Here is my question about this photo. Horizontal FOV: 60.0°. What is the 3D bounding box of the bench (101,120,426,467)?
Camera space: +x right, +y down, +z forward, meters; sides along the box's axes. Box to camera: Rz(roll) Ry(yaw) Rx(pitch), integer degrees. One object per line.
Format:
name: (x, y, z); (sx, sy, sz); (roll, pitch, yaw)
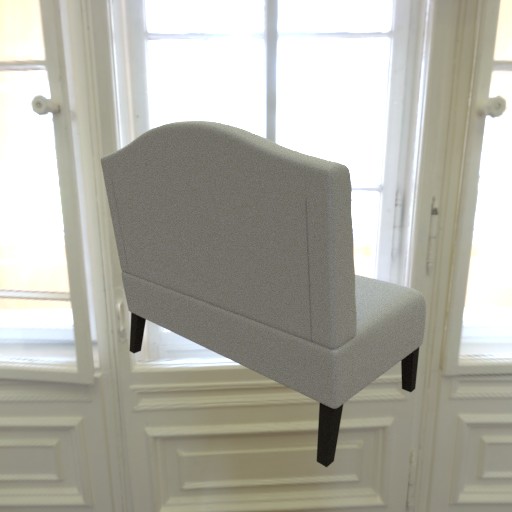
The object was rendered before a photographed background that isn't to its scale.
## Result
bench: (0.000, 0.000, 2.060); (1.335, 1.180, 0.815); (13, 20, 42)
